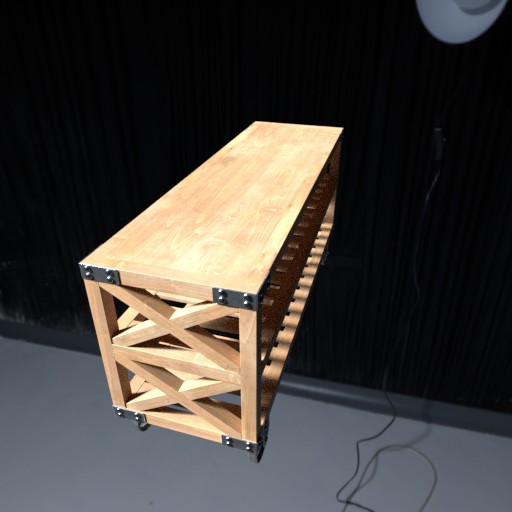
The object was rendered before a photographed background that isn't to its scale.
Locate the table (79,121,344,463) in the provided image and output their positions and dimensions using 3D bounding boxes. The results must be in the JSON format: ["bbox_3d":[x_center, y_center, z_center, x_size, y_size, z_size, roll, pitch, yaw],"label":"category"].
[{"bbox_3d":[0.000,0.000,1.809,0.467,0.711,1.487,9,32,15],"label":"table"}]
